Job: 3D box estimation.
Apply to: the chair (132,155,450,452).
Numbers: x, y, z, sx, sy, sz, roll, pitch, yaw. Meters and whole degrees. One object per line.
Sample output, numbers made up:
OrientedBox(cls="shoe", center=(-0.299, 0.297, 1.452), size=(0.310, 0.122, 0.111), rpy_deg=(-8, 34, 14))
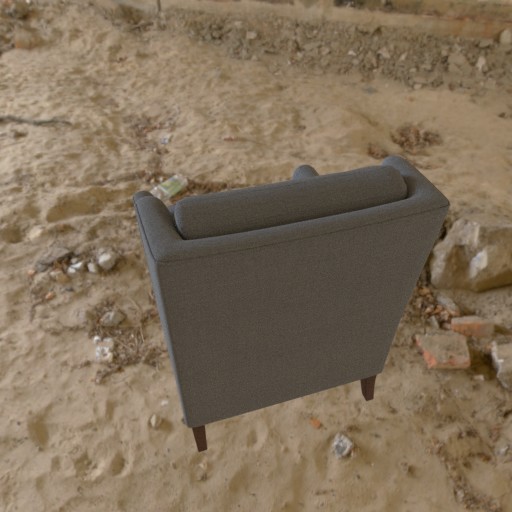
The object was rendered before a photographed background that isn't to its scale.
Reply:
OrientedBox(cls="chair", center=(0.000, 0.000, 1.799), size=(0.866, 1.056, 1.040), rpy_deg=(-12, 42, -13))
